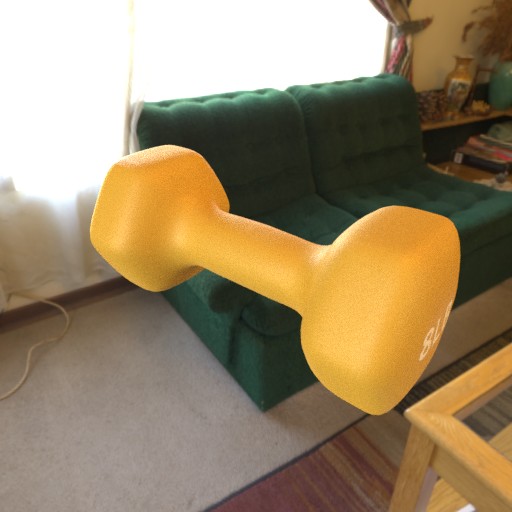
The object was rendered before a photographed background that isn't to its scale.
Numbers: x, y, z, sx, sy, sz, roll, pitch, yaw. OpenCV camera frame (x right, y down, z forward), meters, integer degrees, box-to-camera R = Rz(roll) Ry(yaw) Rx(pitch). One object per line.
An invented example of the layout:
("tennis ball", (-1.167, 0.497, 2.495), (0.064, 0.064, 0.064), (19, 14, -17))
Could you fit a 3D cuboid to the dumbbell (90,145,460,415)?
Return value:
("dumbbell", (0.000, 0.000, 0.231), (0.190, 0.082, 0.090), (22, 37, 34))
